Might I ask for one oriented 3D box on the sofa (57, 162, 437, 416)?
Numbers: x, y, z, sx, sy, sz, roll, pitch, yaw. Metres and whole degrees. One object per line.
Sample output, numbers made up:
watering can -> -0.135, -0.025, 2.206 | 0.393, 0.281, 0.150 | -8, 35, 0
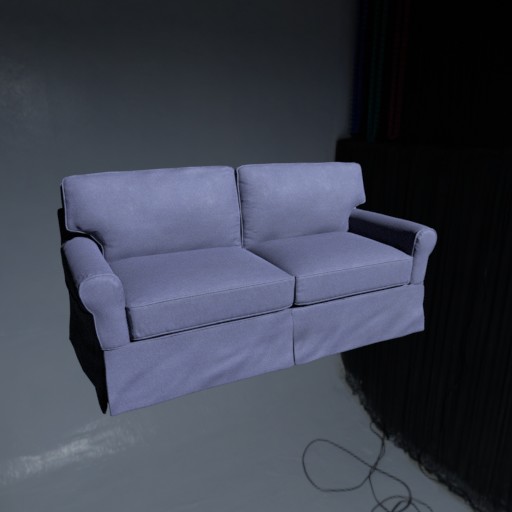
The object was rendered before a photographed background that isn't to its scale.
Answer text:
sofa -> 0.000, 0.000, 2.827 | 2.256, 1.094, 0.983 | -8, 18, -26
